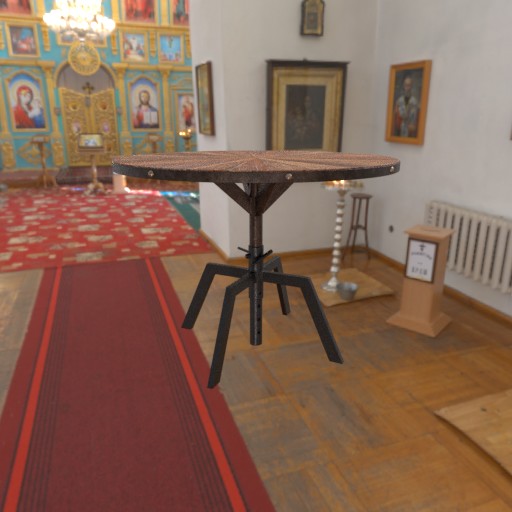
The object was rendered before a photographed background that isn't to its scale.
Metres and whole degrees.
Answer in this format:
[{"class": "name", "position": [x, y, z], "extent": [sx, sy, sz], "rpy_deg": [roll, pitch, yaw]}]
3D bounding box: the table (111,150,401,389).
[{"class": "table", "position": [0.000, 0.000, 1.513], "extent": [0.885, 0.658, 0.885], "rpy_deg": [0, 16, 0]}]
